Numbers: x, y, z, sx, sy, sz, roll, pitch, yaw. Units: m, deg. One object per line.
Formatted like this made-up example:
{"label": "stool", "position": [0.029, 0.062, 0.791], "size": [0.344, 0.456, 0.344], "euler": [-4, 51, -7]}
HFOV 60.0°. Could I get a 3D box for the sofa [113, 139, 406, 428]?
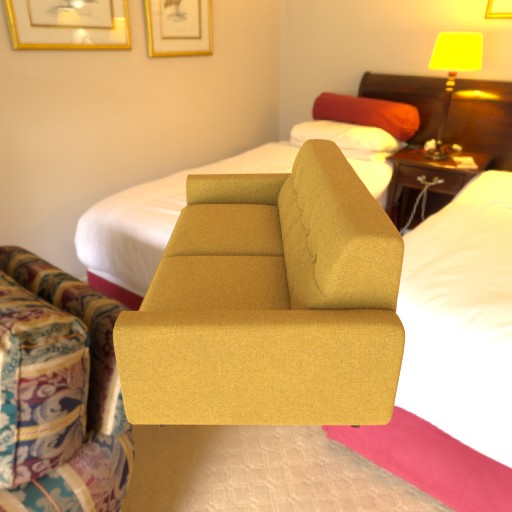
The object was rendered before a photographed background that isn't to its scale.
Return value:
{"label": "sofa", "position": [0.000, 0.000, 2.099], "size": [0.909, 0.841, 1.631], "euler": [0, 27, 0]}
